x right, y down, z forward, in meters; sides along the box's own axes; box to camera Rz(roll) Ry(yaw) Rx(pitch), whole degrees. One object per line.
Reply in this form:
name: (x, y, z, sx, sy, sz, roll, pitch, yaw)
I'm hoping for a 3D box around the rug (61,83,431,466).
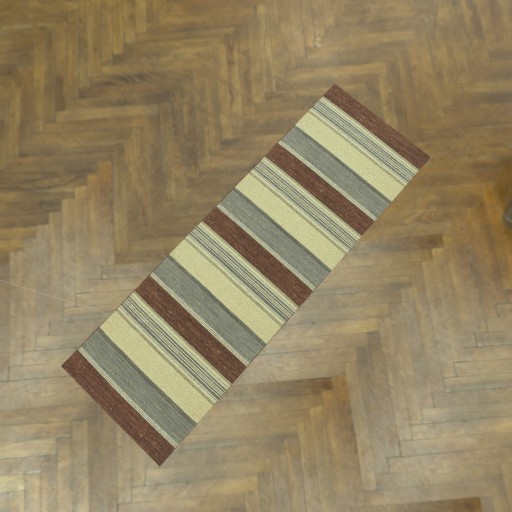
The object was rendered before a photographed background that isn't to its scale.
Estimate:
rug: (0.000, 0.000, 2.667, 0.792, 0.006, 2.437, 41, 80, 9)
